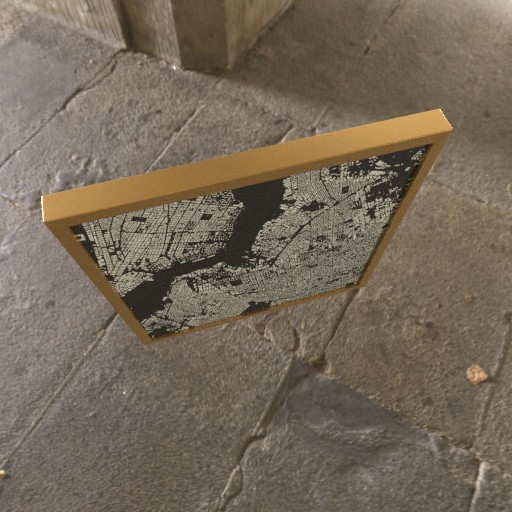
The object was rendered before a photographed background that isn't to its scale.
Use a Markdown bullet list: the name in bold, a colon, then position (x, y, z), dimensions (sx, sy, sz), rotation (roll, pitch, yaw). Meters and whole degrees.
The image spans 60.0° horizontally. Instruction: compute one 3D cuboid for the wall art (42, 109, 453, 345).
- **wall art**: position (0.000, 0.000, 0.459), dimensions (0.305, 0.305, 0.023), rotation (-14, 64, -7)
